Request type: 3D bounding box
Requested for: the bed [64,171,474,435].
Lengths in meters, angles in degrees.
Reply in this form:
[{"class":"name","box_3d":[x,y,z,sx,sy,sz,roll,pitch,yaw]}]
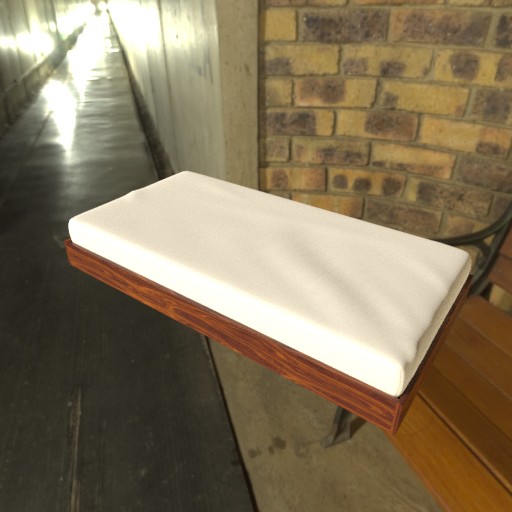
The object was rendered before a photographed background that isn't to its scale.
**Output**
[{"class":"bed","box_3d":[0.000,0.000,2.232,1.860,0.312,0.940,21,37,30]}]
